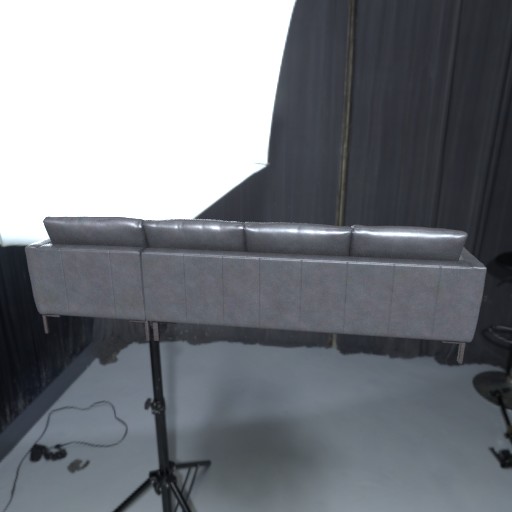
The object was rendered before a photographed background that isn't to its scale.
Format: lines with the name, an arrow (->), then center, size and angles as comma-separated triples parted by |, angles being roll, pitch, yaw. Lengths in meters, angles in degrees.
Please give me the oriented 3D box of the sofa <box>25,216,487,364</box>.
sofa -> 0.000, 0.000, 3.558 | 2.993, 0.859, 1.471 | 3, 18, 8
